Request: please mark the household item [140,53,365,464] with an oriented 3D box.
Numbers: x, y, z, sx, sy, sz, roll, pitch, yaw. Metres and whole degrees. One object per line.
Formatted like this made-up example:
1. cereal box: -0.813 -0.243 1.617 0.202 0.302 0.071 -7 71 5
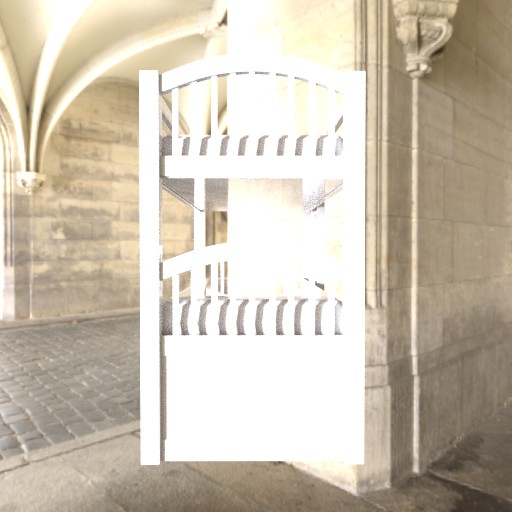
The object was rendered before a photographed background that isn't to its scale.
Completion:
1. household item: 0.000 0.000 3.193 1.143 2.032 2.032 0 1 0
